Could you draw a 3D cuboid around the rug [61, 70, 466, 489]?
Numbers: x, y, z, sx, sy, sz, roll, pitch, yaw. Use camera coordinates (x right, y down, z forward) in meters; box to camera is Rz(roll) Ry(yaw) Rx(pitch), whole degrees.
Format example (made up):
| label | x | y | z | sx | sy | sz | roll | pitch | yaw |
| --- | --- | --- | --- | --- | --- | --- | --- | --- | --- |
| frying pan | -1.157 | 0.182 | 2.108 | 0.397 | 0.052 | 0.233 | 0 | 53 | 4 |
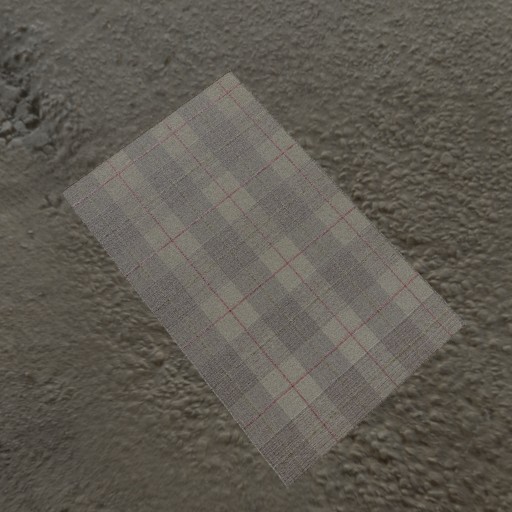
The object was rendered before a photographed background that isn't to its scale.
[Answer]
| label | x | y | z | sx | sy | sz | roll | pitch | yaw |
| --- | --- | --- | --- | --- | --- | --- | --- | --- | --- |
| rug | 0.000 | 0.000 | 2.999 | 1.549 | 0.010 | 2.464 | -39 | 80 | -9 |
